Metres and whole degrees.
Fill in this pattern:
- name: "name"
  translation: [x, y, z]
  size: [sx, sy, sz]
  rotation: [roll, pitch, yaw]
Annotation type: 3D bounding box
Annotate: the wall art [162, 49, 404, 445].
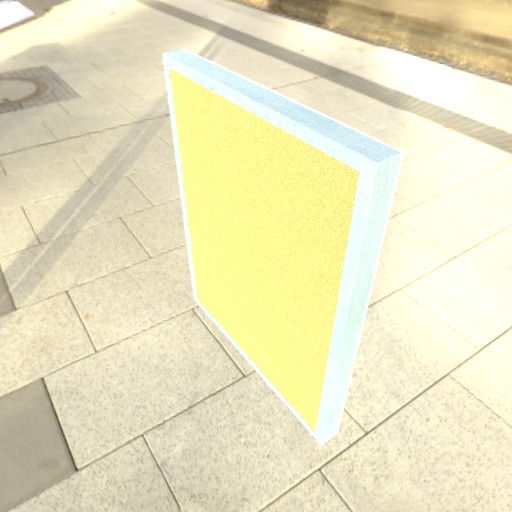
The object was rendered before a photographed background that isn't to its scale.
- name: "wall art"
  translation: [0.000, 0.000, 0.687]
  size: [0.037, 0.509, 0.409]
  rotation: [-25, 46, -27]
